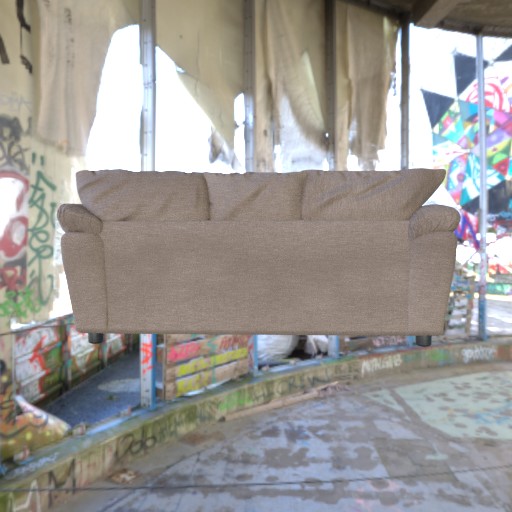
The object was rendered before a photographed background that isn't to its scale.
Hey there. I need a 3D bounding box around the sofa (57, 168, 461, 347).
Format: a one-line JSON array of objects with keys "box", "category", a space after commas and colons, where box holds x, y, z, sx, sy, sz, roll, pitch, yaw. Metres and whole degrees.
[{"box": [0.000, 0.000, 2.889, 2.390, 1.043, 0.927, 0, 0, 3], "category": "sofa"}]
